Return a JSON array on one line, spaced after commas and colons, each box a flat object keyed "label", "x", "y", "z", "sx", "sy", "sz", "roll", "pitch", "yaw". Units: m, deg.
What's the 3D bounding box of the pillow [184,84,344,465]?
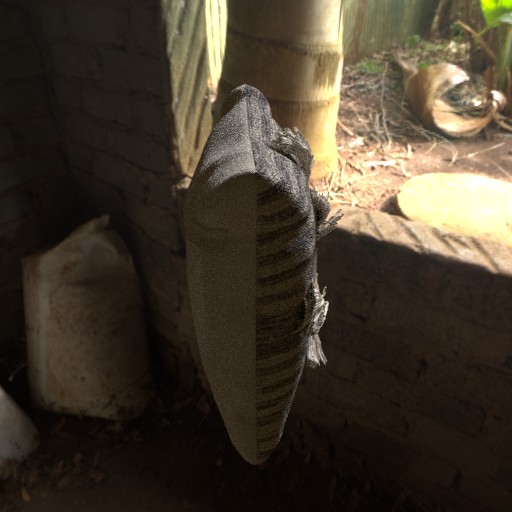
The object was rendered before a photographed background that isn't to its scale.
[{"label": "pillow", "x": 0.000, "y": 0.000, "z": 0.776, "sx": 0.234, "sy": 0.490, "sz": 0.484, "roll": -1, "pitch": 32, "yaw": -2}]
